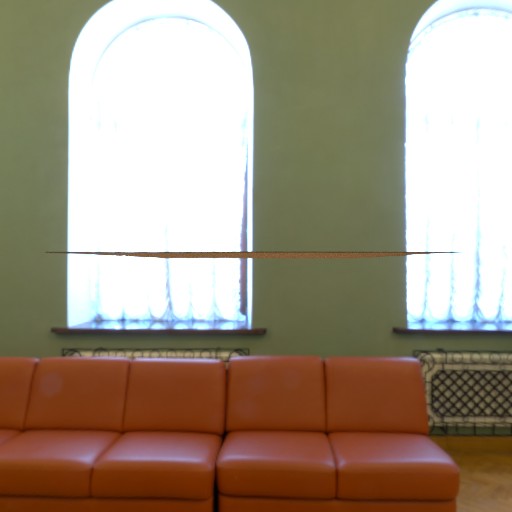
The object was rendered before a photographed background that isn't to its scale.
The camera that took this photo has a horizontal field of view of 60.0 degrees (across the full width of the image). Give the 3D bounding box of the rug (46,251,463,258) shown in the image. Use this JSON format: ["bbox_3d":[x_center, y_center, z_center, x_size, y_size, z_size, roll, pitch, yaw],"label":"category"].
[{"bbox_3d":[0.000,0.000,4.065,2.438,0.013,3.048,0,-1,1],"label":"rug"}]
